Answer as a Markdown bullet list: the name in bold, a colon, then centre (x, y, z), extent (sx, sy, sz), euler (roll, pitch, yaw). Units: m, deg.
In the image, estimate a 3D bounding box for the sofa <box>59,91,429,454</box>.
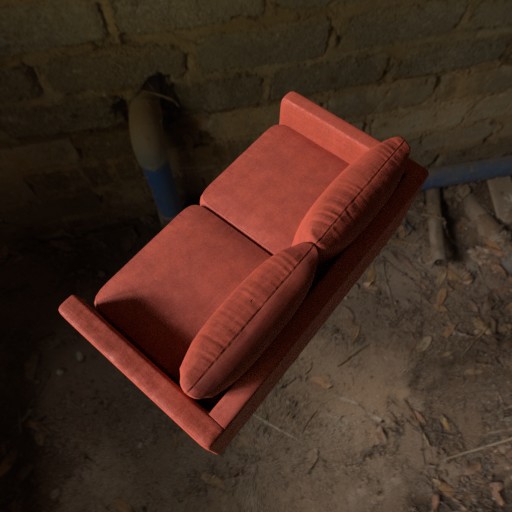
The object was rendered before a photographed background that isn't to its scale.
- **sofa**: centre (0.000, 0.000, 2.134), extent (0.864, 0.896, 1.574), euler (37, 70, 16)
